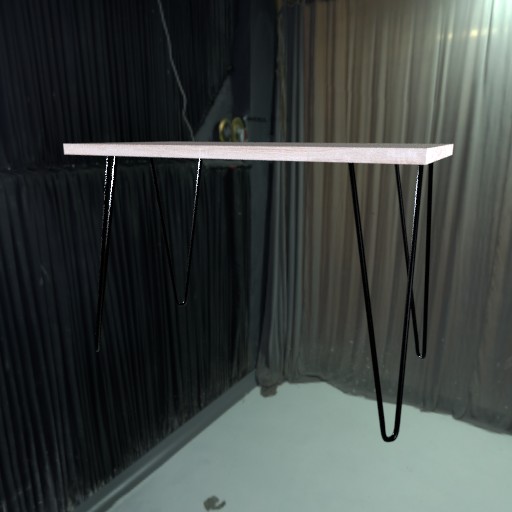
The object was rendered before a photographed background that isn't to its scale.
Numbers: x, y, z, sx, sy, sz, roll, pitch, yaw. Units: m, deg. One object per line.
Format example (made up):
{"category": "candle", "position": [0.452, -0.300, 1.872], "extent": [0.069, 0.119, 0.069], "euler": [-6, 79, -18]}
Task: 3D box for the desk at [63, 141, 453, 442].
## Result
{"category": "desk", "position": [0.000, 0.000, 1.347], "extent": [0.991, 0.660, 0.499], "euler": [8, 17, 27]}
